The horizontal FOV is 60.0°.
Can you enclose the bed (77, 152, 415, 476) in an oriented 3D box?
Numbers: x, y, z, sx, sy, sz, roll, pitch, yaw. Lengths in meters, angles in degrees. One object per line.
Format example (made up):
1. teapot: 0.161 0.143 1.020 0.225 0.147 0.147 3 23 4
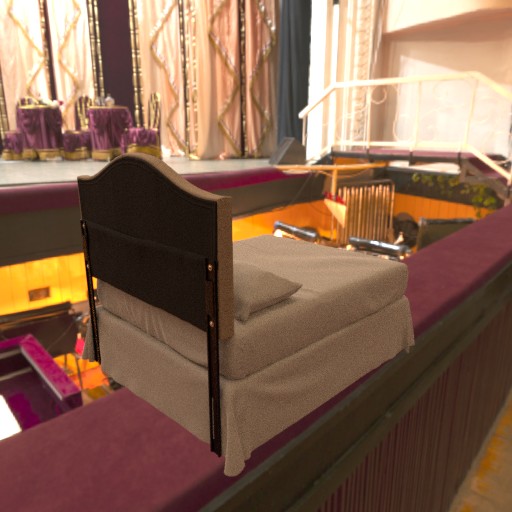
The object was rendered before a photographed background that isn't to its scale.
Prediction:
1. bed: 0.000 0.000 3.491 2.221 1.645 1.876 -15 21 -43
